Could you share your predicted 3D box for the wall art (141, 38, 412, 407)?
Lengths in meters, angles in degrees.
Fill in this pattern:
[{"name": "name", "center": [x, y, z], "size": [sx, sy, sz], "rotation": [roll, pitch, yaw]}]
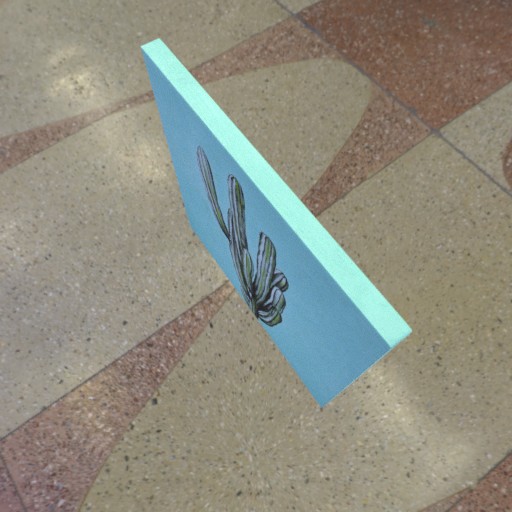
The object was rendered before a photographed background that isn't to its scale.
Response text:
[{"name": "wall art", "center": [0.000, 0.000, 1.135], "size": [0.054, 0.766, 0.765], "rotation": [-32, 69, -14]}]
